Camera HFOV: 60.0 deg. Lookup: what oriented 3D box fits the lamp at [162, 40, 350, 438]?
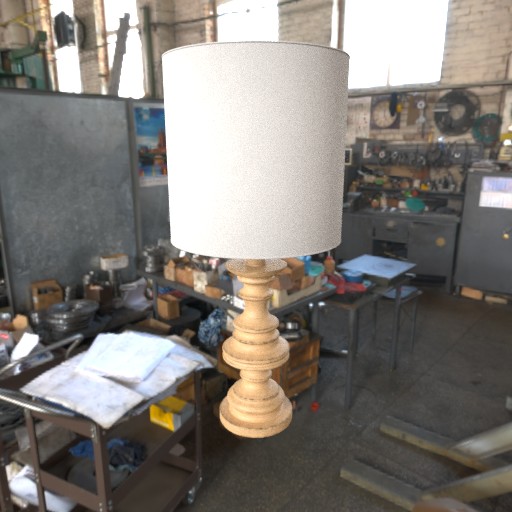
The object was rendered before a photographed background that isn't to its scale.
[{"bbox_3d":[0.000,0.000,0.557,0.208,0.455,0.208,2,15,7],"label":"lamp"}]
